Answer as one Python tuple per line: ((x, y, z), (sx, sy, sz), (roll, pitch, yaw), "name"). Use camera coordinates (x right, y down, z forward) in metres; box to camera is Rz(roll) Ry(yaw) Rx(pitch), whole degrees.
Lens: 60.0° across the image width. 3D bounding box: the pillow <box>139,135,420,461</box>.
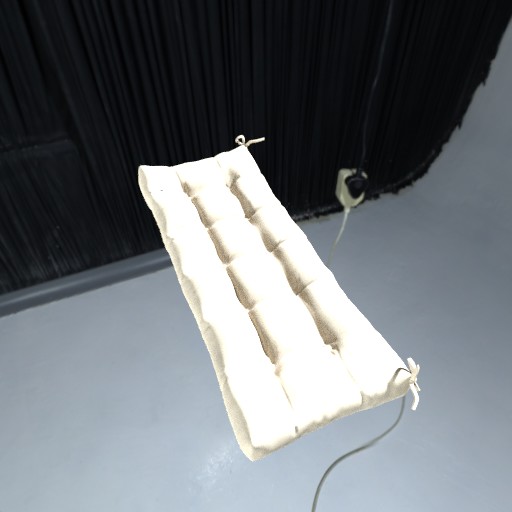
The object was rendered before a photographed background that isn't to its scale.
((0.000, 0.000, 1.383), (0.511, 0.174, 1.194), (-17, 48, -16), "pillow")
